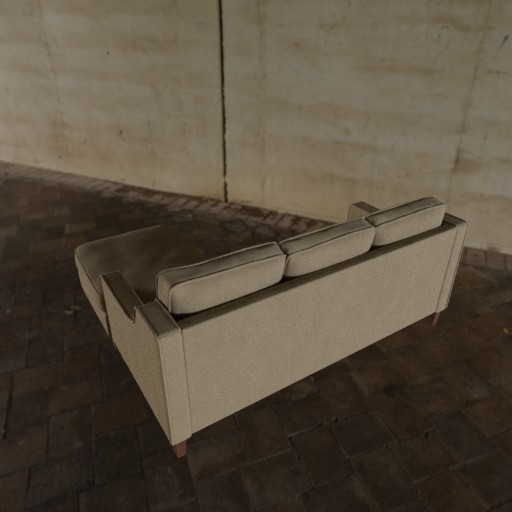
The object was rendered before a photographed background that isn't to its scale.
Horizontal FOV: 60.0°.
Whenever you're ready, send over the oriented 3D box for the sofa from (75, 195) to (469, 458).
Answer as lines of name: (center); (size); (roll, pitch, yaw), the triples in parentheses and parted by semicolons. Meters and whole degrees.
sofa: (0.000, 0.000, 3.361); (2.317, 1.066, 1.858); (-18, 34, -28)
